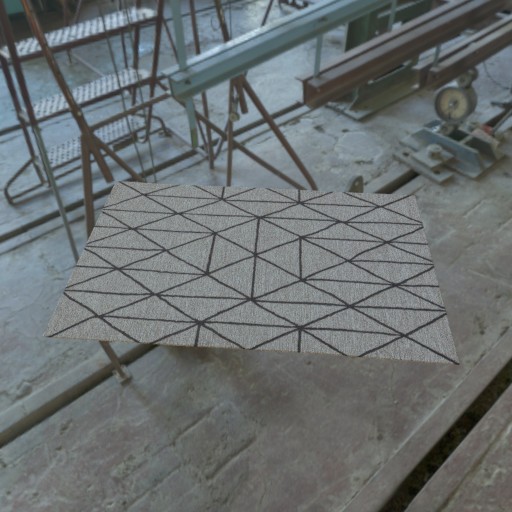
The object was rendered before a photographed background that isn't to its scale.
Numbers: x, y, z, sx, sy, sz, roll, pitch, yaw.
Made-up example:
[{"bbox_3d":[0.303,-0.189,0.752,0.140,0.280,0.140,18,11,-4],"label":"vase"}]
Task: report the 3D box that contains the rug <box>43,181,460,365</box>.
[{"bbox_3d":[0.000,0.000,3.127,2.465,0.008,1.526,3,47,3],"label":"rug"}]
